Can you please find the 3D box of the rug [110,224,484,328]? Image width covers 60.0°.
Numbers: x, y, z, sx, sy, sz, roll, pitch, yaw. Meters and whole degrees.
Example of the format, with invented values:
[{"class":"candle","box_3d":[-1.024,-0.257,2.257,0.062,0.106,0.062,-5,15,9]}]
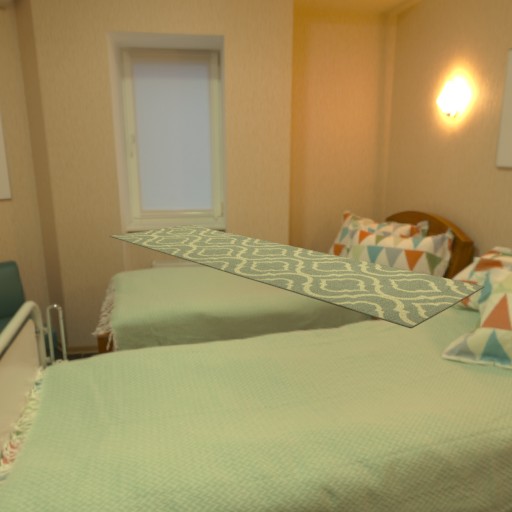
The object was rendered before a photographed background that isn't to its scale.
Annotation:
[{"class":"rug","box_3d":[0.000,0.000,2.565,0.684,0.009,2.275,-13,19,-42]}]
